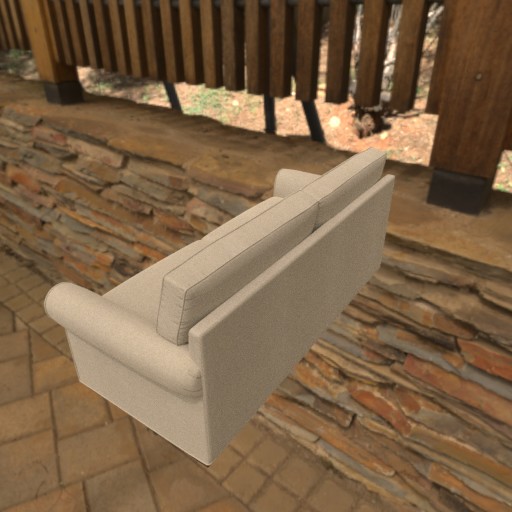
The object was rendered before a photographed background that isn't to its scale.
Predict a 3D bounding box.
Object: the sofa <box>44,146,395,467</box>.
[{"bbox_3d":[0.000,0.000,2.610,0.901,0.962,2.146,19,35,29],"label":"sofa"}]
